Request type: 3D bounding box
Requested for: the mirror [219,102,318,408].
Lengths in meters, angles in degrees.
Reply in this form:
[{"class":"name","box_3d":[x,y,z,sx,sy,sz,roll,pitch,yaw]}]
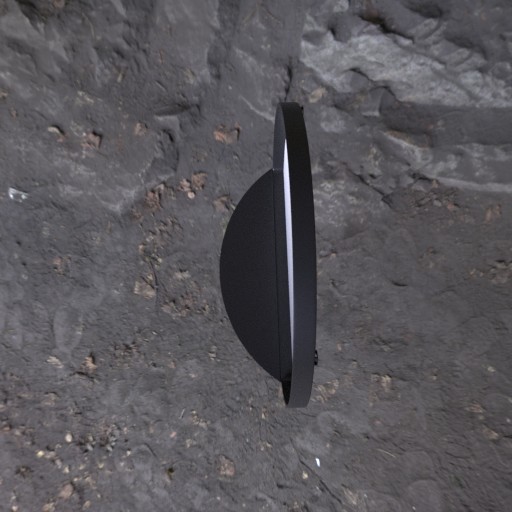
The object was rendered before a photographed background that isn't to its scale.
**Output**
[{"class":"mirror","box_3d":[0.000,0.000,0.700,0.133,0.457,0.457,-2,77,0]}]
